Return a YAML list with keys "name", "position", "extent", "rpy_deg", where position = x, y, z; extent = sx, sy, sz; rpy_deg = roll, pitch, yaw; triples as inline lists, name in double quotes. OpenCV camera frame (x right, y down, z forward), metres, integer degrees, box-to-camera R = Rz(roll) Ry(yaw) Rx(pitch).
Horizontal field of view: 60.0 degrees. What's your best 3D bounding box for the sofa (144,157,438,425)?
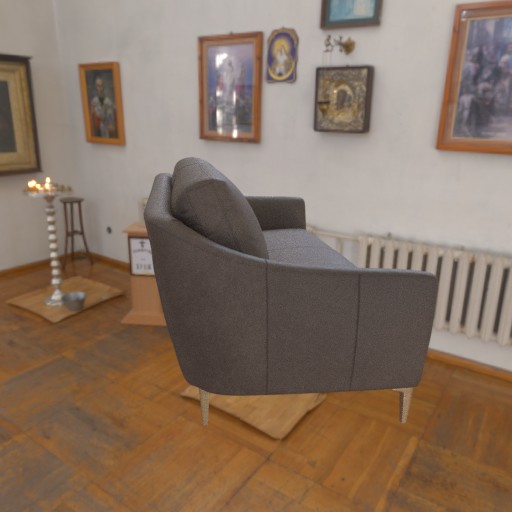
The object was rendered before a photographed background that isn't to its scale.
- name: "sofa"
  position: [0.000, 0.000, 2.159]
  extent: [0.960, 0.902, 1.619]
  rpy_deg: [-3, 16, -10]
